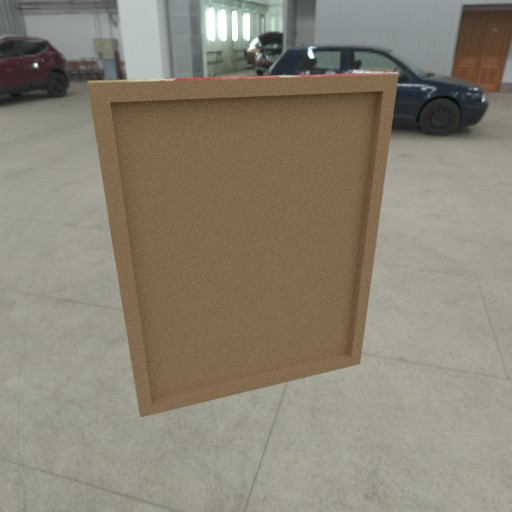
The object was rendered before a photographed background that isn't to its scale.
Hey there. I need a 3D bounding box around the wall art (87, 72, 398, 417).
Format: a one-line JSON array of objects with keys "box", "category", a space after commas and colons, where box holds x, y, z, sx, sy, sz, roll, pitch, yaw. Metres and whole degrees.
[{"box": [0.000, 0.000, 0.676, 0.406, 0.508, 0.028, -9, 28, -17], "category": "wall art"}]
